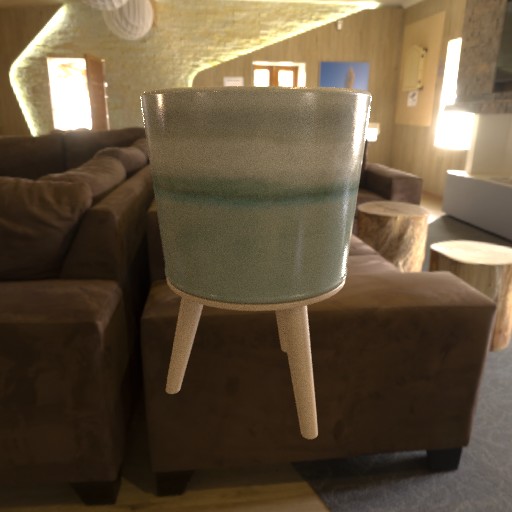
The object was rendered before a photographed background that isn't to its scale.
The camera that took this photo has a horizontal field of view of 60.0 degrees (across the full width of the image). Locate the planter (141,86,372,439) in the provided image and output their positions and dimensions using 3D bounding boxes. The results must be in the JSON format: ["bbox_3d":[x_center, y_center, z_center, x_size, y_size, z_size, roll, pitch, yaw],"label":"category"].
[{"bbox_3d":[0.000,0.000,0.583,0.265,0.404,0.265,3,18,9],"label":"planter"}]
